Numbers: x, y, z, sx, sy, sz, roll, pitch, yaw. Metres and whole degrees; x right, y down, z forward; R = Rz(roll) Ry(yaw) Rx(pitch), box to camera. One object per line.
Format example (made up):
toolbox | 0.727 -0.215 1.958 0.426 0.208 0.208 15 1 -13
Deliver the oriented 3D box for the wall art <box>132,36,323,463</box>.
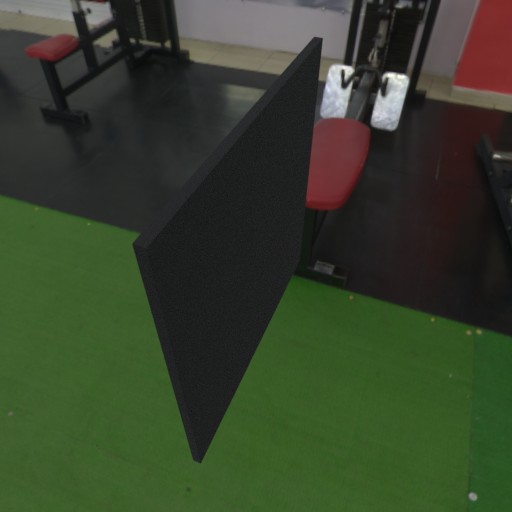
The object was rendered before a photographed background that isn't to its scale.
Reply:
wall art | 0.000 0.000 0.648 0.013 0.458 0.456 17 48 16
